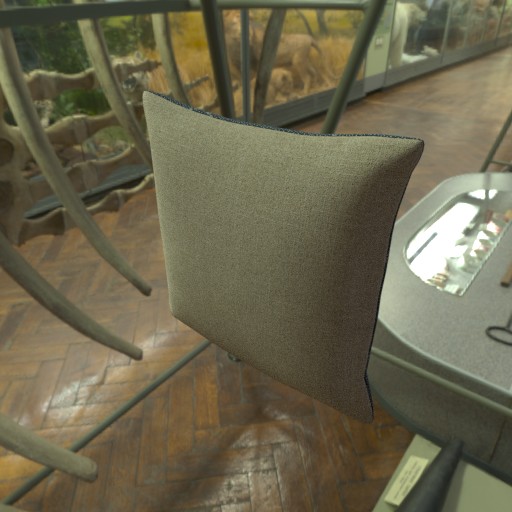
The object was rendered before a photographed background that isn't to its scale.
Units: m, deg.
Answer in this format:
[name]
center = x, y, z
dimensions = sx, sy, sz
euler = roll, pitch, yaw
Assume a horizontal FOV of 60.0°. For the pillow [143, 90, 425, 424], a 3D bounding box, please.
[pillow]
center = 0.000, 0.000, 0.664
dimensions = 0.435, 0.428, 0.148
euler = 22, 37, 32
